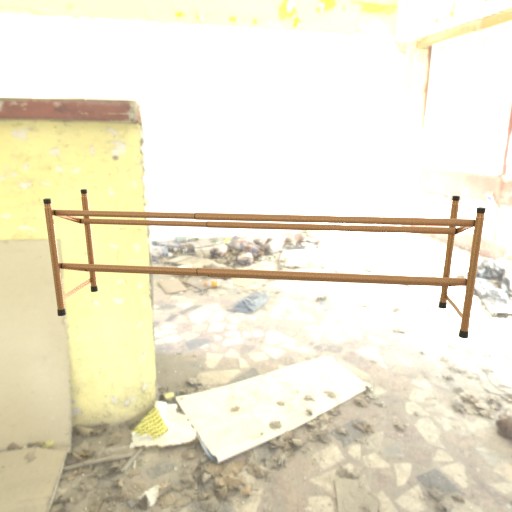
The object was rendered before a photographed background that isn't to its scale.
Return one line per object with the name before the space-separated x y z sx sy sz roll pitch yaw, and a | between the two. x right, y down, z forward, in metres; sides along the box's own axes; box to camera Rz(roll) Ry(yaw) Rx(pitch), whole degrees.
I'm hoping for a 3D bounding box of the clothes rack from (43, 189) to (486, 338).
clothes rack | 0.000 0.000 1.306 1.168 0.349 0.229 2 16 7
